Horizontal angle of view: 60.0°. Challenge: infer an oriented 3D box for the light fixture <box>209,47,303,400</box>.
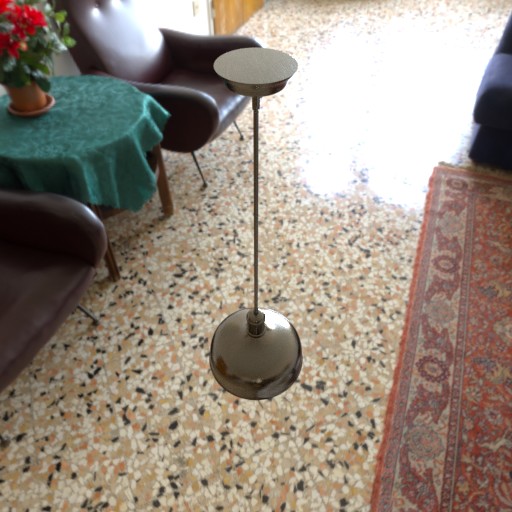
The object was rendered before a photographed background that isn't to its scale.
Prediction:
[{"bbox_3d":[0.000,0.000,1.085,0.299,0.935,0.299,-10,47,-10],"label":"light fixture"}]
